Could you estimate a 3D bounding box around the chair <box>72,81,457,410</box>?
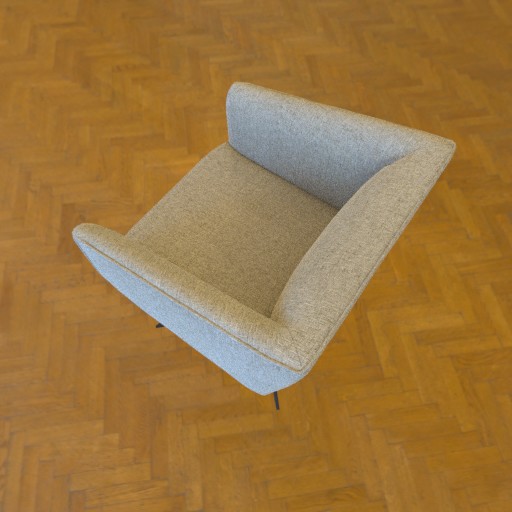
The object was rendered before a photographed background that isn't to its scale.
[{"bbox_3d":[0.000,0.000,1.230,0.623,0.760,0.628,32,66,16],"label":"chair"}]
